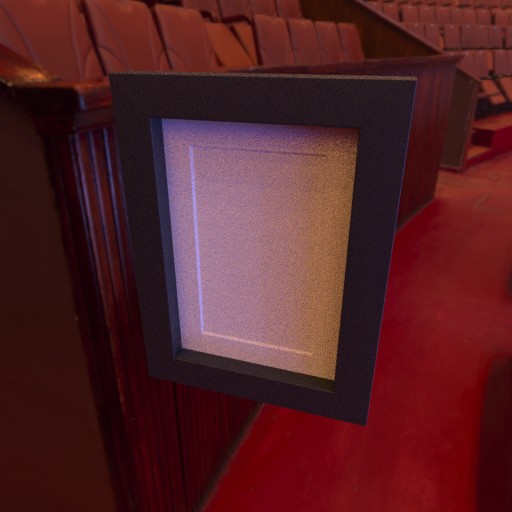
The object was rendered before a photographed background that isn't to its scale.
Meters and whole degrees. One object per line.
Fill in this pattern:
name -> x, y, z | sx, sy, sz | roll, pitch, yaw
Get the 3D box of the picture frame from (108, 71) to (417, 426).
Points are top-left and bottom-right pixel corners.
picture frame -> 0.000, 0.000, 0.273 | 0.157, 0.208, 0.028 | 8, 27, 16
